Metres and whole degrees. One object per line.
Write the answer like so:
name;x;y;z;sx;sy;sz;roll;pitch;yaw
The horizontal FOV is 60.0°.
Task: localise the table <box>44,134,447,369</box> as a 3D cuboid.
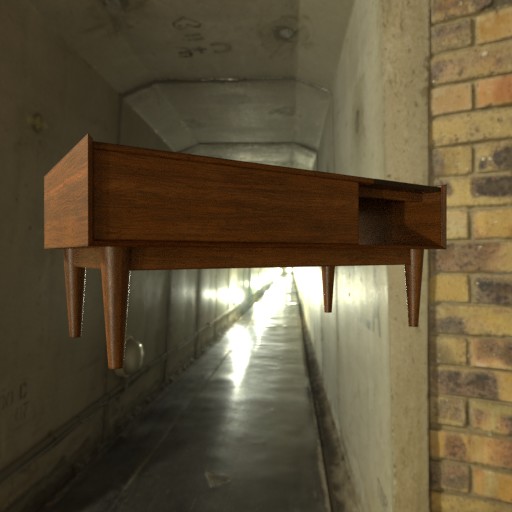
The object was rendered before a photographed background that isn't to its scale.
table;0.000;0.000;1.498;1.221;0.508;0.610;0;0;-33
